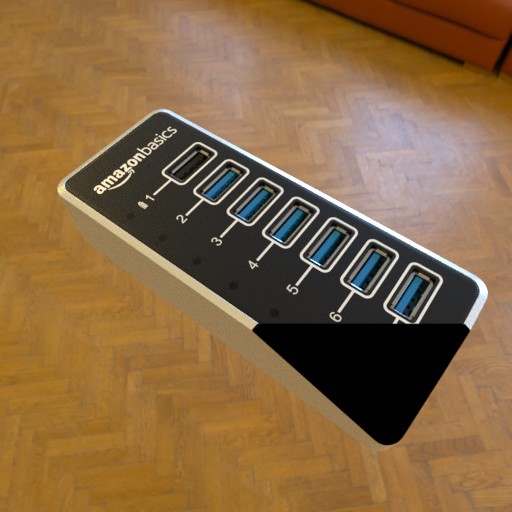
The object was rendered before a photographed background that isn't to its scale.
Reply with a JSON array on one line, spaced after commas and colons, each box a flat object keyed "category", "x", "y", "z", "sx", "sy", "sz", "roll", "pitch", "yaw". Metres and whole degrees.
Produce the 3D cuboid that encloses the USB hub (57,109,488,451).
[{"category": "USB hub", "x": 0.000, "y": 0.000, "z": 0.123, "sx": 0.110, "sy": 0.023, "sz": 0.044, "roll": 32, "pitch": 63, "yaw": 19}]
